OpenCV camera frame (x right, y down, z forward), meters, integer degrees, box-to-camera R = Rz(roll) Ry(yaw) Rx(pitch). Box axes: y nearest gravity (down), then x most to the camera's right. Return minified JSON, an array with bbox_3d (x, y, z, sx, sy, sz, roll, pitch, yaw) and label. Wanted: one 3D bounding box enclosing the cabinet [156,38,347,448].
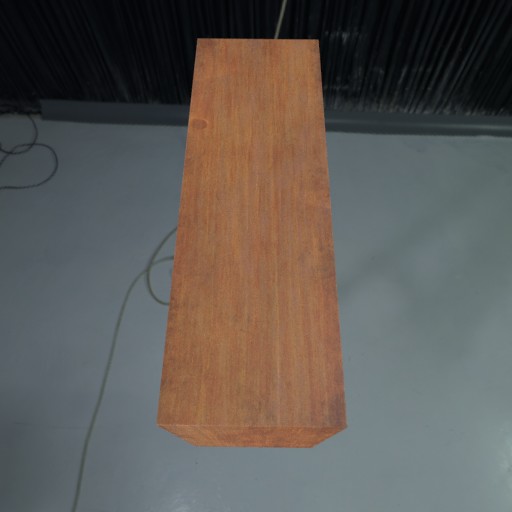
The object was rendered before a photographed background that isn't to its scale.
[{"bbox_3d":[0.000,0.000,1.557,0.403,0.805,1.204,1,63,0],"label":"cabinet"}]
